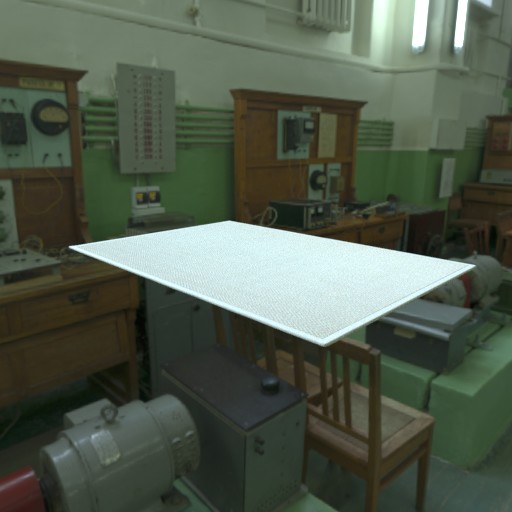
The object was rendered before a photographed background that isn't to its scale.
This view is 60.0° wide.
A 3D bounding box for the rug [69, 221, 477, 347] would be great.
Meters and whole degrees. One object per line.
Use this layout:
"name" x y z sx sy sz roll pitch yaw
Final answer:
"rug" 0.000 0.000 2.910 2.244 0.017 1.532 14 20 43
